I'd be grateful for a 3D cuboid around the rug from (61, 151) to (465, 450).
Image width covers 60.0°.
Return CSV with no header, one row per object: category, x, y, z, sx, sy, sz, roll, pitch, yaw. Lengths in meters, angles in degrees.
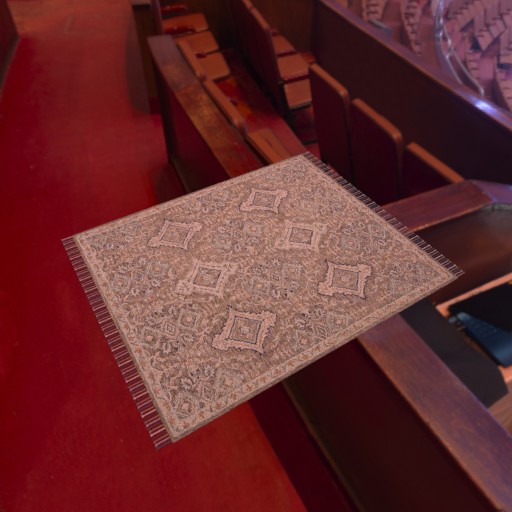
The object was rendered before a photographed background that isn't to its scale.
rug,0.000,0.000,4.253,3.056,0.010,2.437,-24,50,-22
